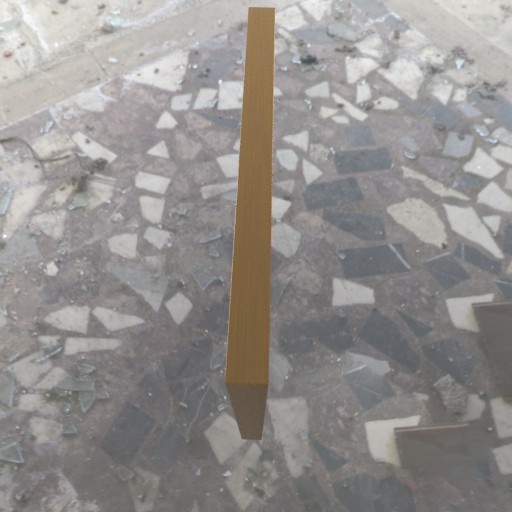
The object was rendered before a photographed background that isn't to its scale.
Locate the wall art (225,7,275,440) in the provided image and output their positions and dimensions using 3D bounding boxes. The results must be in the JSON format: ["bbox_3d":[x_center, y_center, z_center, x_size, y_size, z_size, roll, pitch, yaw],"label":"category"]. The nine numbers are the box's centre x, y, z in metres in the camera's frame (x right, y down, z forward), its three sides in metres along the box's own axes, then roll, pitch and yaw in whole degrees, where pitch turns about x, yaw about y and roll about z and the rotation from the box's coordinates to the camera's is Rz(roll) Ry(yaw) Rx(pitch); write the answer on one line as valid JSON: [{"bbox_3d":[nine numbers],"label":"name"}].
[{"bbox_3d":[0.000,0.000,0.714,0.037,0.505,0.505,2,63,1],"label":"wall art"}]
